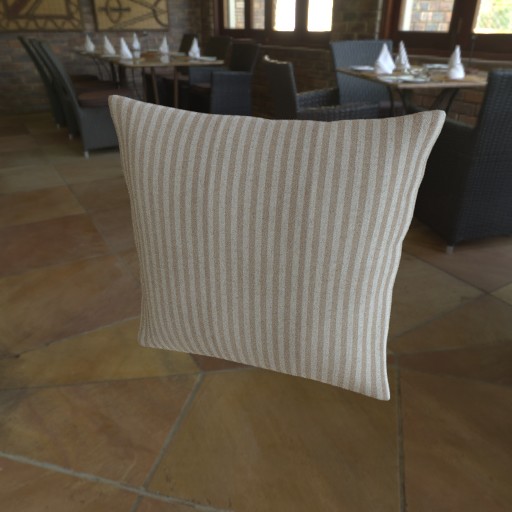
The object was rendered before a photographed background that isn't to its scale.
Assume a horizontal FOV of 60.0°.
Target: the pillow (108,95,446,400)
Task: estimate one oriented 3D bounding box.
[{"bbox_3d":[0.000,0.000,0.768,0.523,0.510,0.166,8,29,15],"label":"pillow"}]
